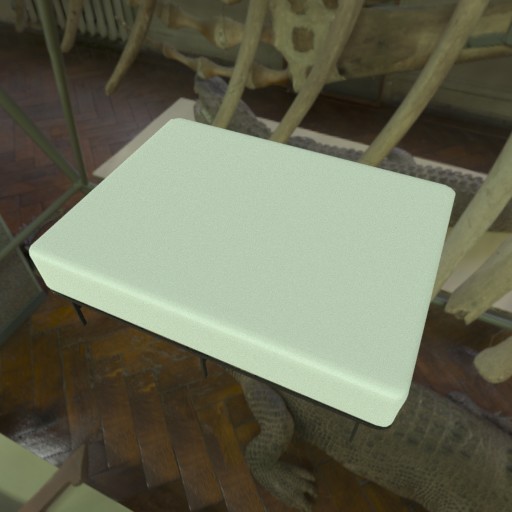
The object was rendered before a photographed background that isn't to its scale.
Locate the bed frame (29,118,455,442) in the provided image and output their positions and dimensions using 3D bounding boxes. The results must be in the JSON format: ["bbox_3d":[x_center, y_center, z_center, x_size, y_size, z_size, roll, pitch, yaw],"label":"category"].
[{"bbox_3d":[0.000,0.000,2.775,2.037,0.677,1.528,19,50,16],"label":"bed frame"}]
